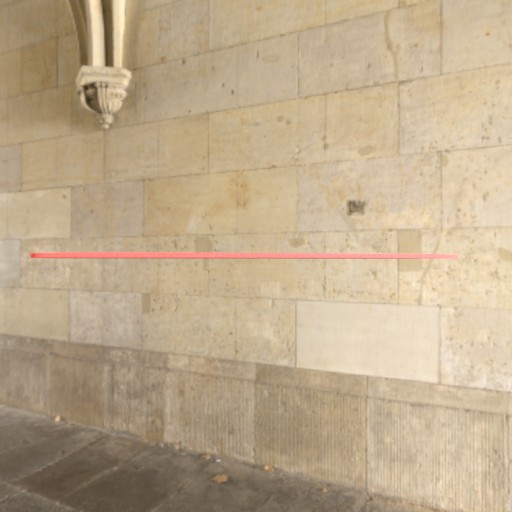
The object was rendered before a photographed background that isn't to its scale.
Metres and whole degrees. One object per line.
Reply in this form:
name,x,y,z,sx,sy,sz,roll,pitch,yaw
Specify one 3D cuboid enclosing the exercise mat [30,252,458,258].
exercise mat,0.000,0.000,2.105,1.869,0.021,0.616,0,-1,-17
